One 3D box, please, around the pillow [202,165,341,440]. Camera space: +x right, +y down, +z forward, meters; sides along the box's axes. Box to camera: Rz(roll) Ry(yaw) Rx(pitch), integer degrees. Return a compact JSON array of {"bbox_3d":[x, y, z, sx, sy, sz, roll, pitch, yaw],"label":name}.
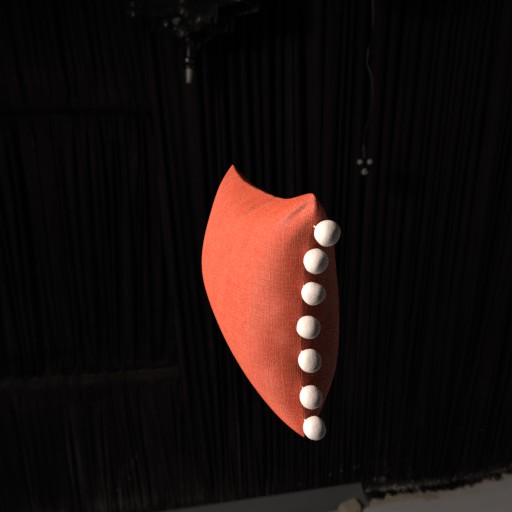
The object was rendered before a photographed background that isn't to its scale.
[{"bbox_3d":[0.000,0.000,0.842,0.201,0.322,0.709,-3,16,-11],"label":"pillow"}]
